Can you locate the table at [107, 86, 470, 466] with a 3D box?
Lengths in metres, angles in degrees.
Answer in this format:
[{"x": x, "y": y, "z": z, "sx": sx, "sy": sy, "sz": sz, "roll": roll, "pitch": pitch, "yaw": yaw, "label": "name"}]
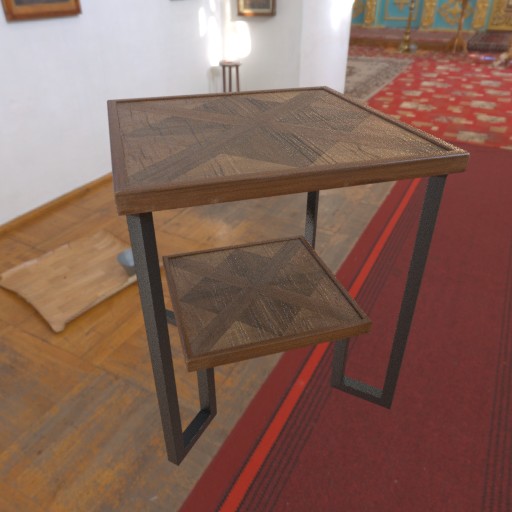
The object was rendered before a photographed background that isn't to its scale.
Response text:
[{"x": 0.000, "y": 0.000, "z": 0.937, "sx": 0.503, "sy": 0.563, "sz": 0.503, "roll": -9, "pitch": 33, "yaw": -14, "label": "table"}]
